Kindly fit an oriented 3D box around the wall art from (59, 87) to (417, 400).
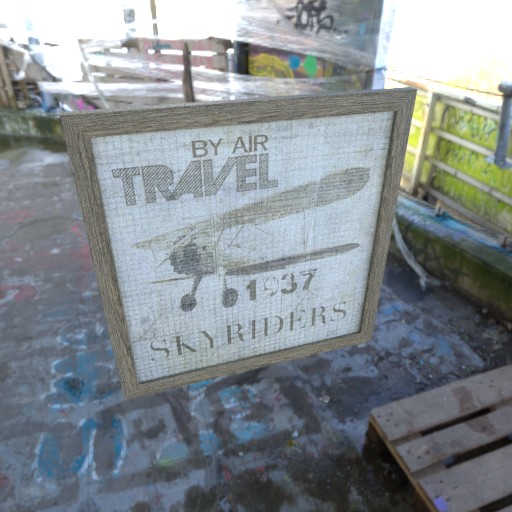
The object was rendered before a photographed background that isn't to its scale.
[{"bbox_3d":[0.000,0.000,0.745,0.508,0.508,0.019,-10,33,-15],"label":"wall art"}]
